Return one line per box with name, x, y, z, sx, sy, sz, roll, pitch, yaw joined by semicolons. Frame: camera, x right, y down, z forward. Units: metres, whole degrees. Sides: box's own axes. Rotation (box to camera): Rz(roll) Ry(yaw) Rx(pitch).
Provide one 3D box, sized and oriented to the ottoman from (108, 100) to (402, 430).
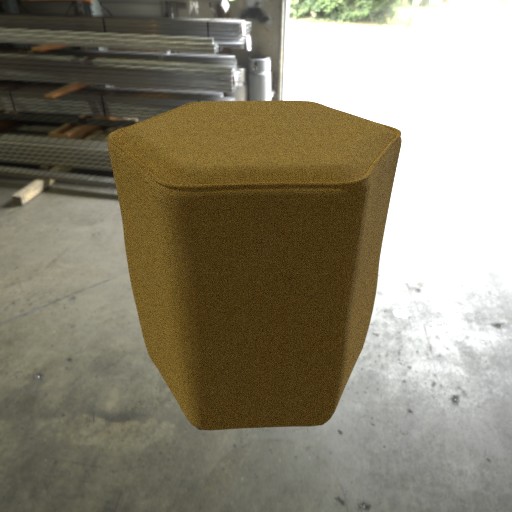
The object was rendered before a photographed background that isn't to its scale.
ottoman;0.000;0.000;0.861;0.494;0.502;0.443;-1;32;-2
